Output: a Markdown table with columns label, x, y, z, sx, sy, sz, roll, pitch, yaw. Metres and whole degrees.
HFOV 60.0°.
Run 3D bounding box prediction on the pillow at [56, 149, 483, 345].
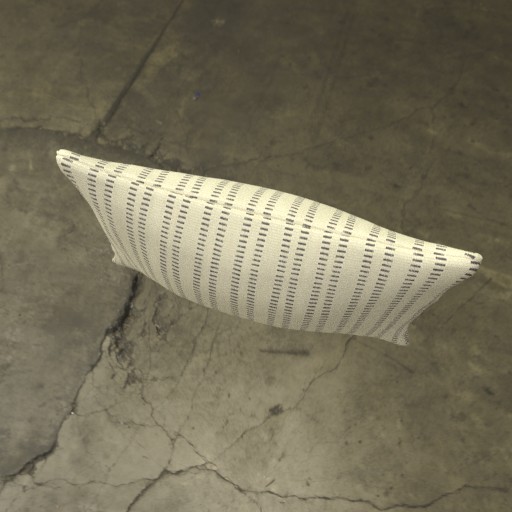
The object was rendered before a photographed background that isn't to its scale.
| label | x | y | z | sx | sy | sz | roll | pitch | yaw |
| --- | --- | --- | --- | --- | --- | --- | --- | --- | --- |
| pillow | 0.000 | 0.000 | 0.782 | 0.640 | 0.353 | 0.210 | 15 | 63 | 8 |
